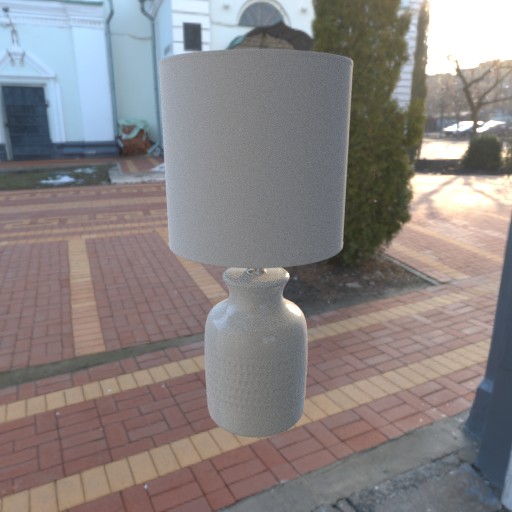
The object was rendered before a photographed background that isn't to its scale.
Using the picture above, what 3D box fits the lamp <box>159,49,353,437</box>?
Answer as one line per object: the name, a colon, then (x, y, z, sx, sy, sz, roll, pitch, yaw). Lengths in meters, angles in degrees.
lamp: (0.000, 0.000, 0.491, 0.188, 0.392, 0.188, -3, 17, -10)
